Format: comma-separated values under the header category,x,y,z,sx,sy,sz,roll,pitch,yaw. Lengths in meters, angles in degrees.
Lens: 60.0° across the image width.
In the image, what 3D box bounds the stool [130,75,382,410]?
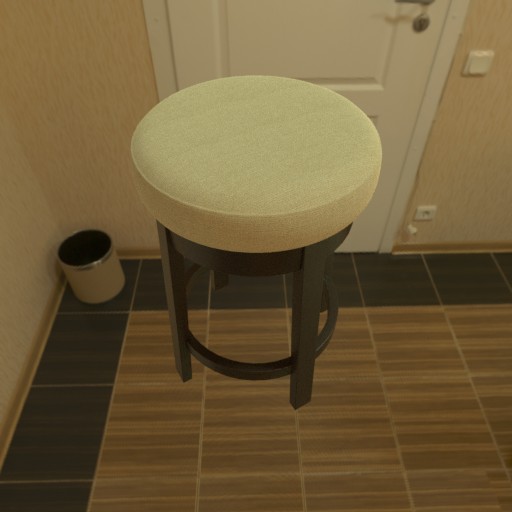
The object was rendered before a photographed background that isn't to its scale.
category,x,y,z,sx,sy,sz,roll,pitch,yaw
stool,0.000,0.000,0.970,0.449,0.655,0.449,0,46,0
